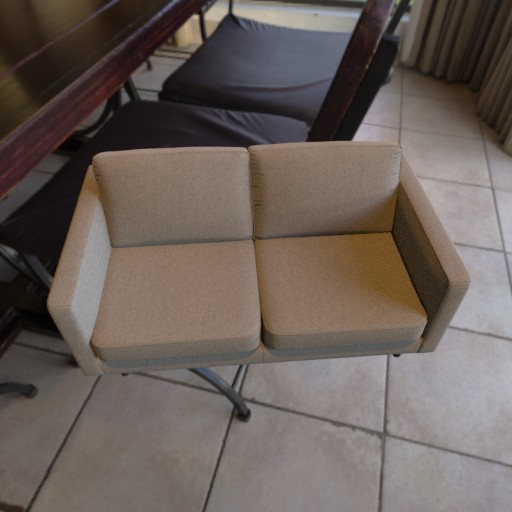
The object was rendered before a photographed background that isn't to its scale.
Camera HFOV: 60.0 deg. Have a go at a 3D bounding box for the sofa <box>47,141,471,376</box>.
[{"bbox_3d":[0.000,0.000,2.279,1.731,0.900,1.000,-3,46,-3],"label":"sofa"}]
